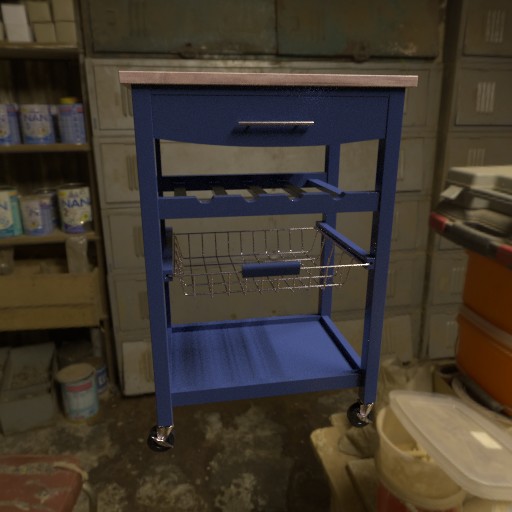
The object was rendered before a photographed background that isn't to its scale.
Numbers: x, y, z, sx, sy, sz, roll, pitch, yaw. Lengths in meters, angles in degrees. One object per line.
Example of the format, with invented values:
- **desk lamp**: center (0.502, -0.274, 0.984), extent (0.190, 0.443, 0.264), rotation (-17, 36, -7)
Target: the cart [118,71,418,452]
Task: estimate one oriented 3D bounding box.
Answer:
- **cart**: center (0.000, 0.000, 1.142), extent (0.584, 0.839, 0.403), rotation (-3, 18, -10)
